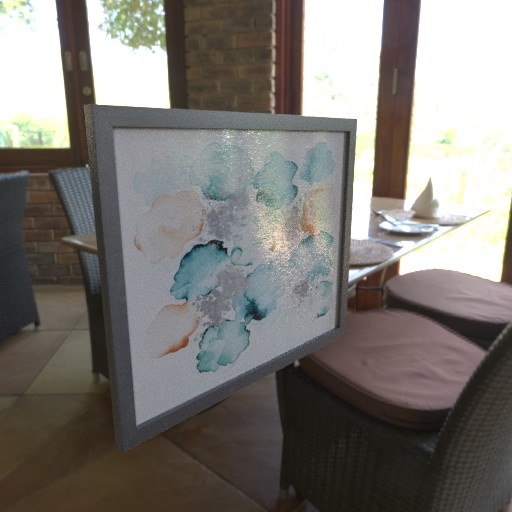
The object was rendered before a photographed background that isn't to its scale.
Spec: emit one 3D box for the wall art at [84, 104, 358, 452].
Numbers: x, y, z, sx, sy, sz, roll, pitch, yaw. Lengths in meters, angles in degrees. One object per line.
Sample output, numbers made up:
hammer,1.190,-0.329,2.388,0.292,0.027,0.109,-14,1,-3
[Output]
wall art,0.000,0.000,0.911,0.026,0.558,0.660,14,21,43
